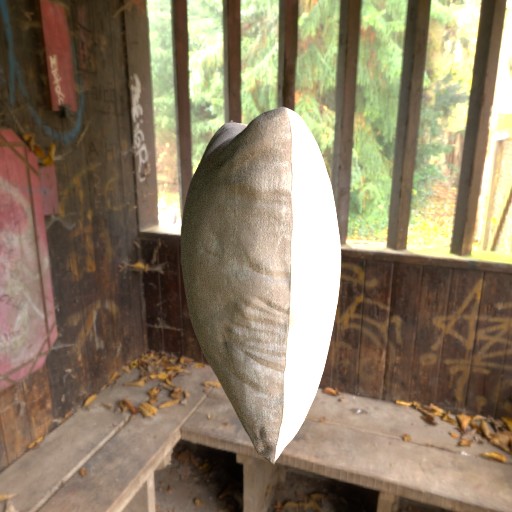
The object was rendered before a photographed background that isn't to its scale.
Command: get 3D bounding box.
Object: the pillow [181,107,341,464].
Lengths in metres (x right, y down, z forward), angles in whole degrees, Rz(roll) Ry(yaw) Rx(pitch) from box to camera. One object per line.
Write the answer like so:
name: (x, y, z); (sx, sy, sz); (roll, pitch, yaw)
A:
pillow: (0.000, 0.000, 0.736); (0.245, 0.448, 0.450); (-2, 16, -8)
